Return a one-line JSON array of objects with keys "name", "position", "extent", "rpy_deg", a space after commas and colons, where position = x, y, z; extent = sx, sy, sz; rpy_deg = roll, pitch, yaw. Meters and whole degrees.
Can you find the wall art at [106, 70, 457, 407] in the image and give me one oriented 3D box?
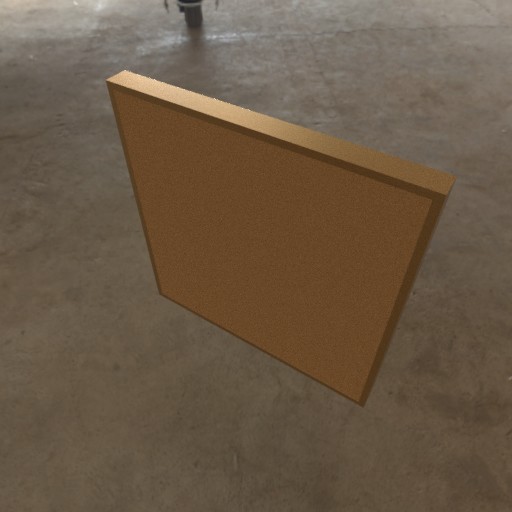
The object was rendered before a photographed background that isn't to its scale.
[{"name": "wall art", "position": [0.000, 0.000, 0.763], "extent": [0.509, 0.509, 0.040], "rpy_deg": [25, 51, 22]}]
